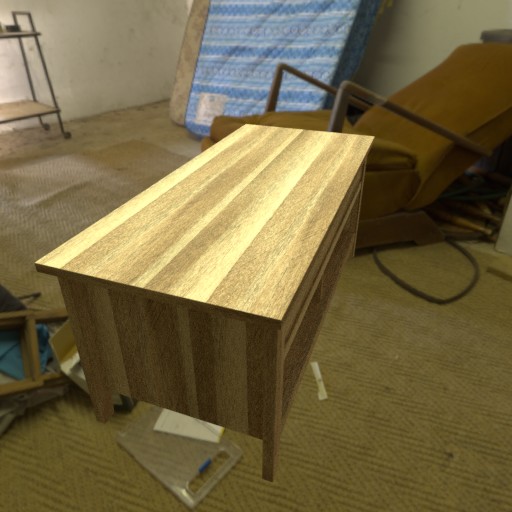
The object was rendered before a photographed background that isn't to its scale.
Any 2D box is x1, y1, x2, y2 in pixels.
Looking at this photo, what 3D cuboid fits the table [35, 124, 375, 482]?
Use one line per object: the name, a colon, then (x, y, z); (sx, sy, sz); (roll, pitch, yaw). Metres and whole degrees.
table: (0.000, 0.000, 1.332); (0.493, 0.480, 1.095); (11, 33, 17)
